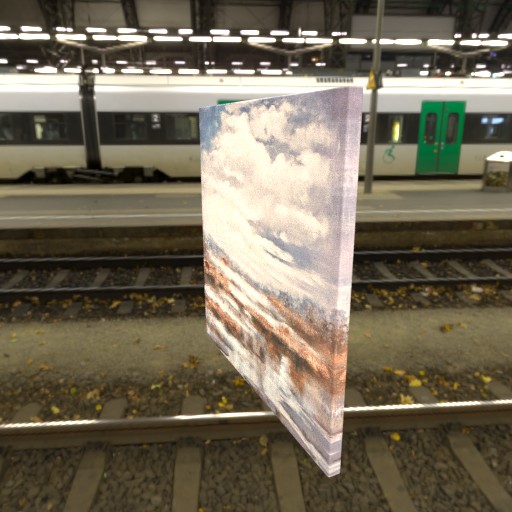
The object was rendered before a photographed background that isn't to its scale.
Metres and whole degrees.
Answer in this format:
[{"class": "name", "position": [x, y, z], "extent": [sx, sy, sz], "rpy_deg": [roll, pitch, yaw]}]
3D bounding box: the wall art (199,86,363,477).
[{"class": "wall art", "position": [0.000, 0.000, 1.351], "extent": [0.035, 0.897, 0.888], "rpy_deg": [-7, 17, -25]}]
